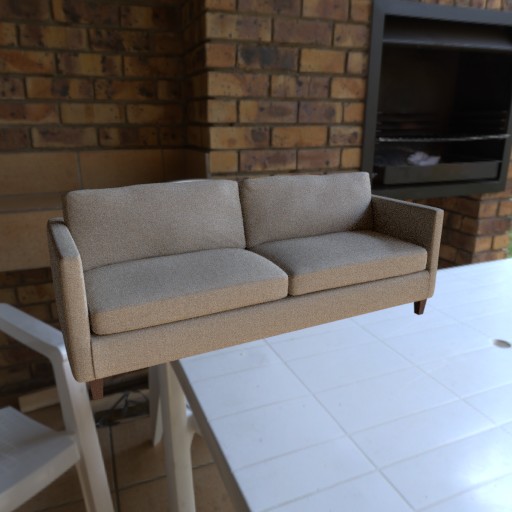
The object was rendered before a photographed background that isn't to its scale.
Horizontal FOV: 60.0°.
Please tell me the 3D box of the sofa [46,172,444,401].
[{"bbox_3d":[0.000,0.000,2.922,2.434,0.965,0.951,-9,19,-26],"label":"sofa"}]
